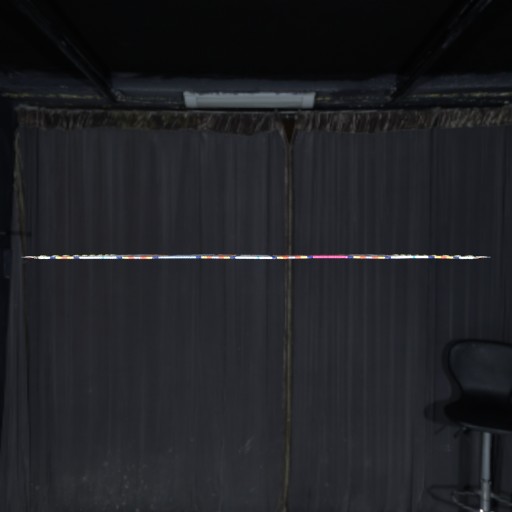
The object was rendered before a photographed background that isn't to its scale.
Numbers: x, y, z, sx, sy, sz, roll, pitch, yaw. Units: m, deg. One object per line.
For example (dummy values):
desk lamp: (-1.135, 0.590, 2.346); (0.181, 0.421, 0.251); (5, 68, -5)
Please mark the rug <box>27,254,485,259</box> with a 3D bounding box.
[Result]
rug: (0.000, 0.000, 2.257); (1.849, 0.013, 1.084); (0, 0, -1)
